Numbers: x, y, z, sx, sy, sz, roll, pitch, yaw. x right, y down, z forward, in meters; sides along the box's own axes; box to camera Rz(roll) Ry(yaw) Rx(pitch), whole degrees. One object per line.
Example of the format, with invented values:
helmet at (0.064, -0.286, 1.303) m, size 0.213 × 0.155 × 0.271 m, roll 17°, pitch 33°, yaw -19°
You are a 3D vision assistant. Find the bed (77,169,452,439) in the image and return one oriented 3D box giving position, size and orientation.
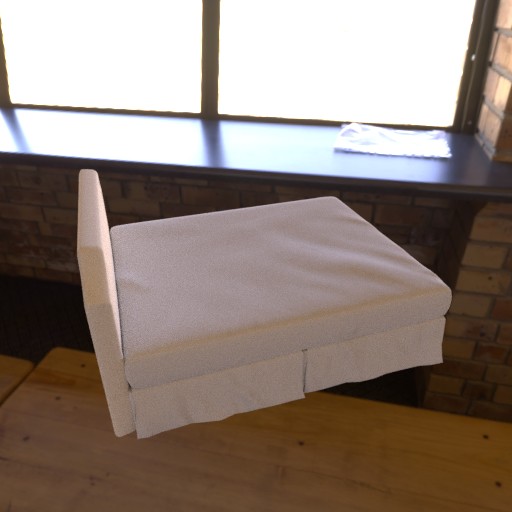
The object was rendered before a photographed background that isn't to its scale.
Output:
bed at (0.000, 0.000, 3.597) m, size 2.498 × 1.293 × 1.977 m, roll -10°, pitch 32°, yaw -16°
